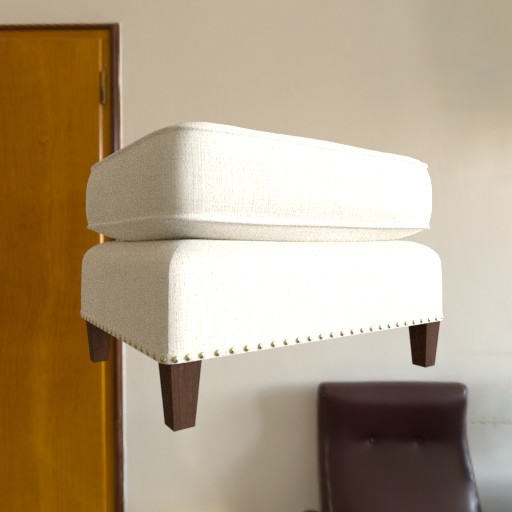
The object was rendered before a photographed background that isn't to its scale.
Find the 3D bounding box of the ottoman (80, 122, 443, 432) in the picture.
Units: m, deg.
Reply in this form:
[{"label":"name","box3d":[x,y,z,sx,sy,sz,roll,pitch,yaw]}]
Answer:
[{"label":"ottoman","box3d":[0.000,0.000,1.119,0.738,0.537,0.589,-1,2,-34]}]
